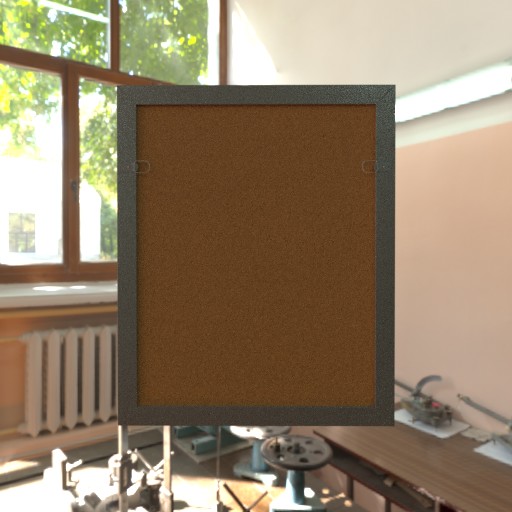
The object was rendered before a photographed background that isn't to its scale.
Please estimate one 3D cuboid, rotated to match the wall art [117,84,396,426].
[{"bbox_3d":[0.000,0.000,0.506,0.308,0.379,0.030,0,1,0],"label":"wall art"}]
